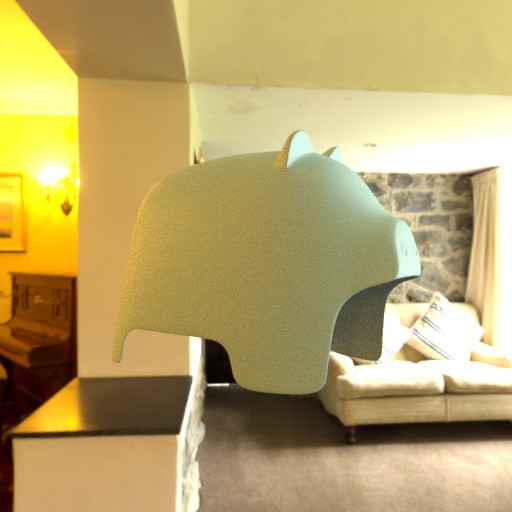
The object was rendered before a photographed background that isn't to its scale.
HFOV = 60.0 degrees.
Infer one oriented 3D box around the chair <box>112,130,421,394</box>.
[{"bbox_3d":[0.000,0.000,0.887,0.619,0.423,0.364,0,0,36],"label":"chair"}]
